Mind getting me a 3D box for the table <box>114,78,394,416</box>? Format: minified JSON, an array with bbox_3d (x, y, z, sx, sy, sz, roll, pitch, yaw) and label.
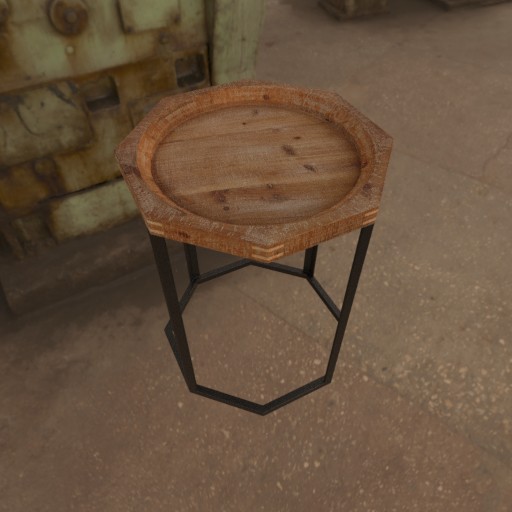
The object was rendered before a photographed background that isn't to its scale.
[{"bbox_3d":[0.000,0.000,0.924,0.458,0.543,0.458,33,56,26],"label":"table"}]
